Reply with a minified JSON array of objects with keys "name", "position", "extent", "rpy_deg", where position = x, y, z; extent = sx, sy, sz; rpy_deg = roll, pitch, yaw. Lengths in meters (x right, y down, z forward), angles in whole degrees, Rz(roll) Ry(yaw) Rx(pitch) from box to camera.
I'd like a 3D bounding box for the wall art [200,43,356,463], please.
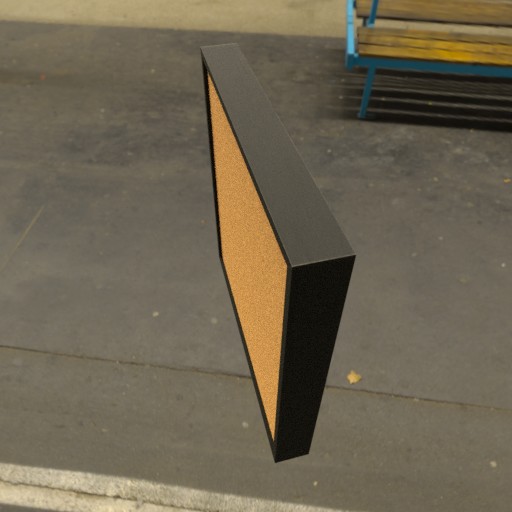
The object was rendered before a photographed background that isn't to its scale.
[{"name":"wall art","position":[0.000,0.000,0.455],"extent":[0.037,0.305,0.305],"rpy_deg":[-10,47,-10]}]
